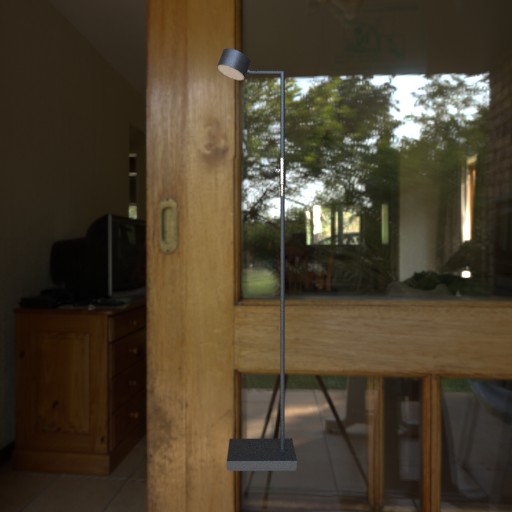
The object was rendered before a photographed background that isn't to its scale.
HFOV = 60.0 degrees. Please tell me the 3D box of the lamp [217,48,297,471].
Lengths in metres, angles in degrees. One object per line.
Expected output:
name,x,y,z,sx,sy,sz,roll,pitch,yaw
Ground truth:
lamp,0.000,0.000,1.742,0.304,1.600,0.203,0,0,0
